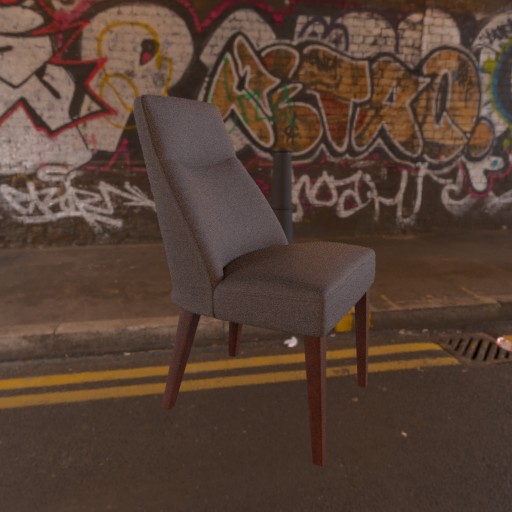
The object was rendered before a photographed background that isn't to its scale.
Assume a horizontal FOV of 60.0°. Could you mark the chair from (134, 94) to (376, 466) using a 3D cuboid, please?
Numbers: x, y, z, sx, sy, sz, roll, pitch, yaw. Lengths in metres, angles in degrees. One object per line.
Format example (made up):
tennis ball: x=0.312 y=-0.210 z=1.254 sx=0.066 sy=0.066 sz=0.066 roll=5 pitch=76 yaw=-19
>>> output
chair: x=0.000 y=0.000 z=1.339 sx=0.620 sy=0.930 sz=0.500 roll=7 pitch=16 yaw=27
